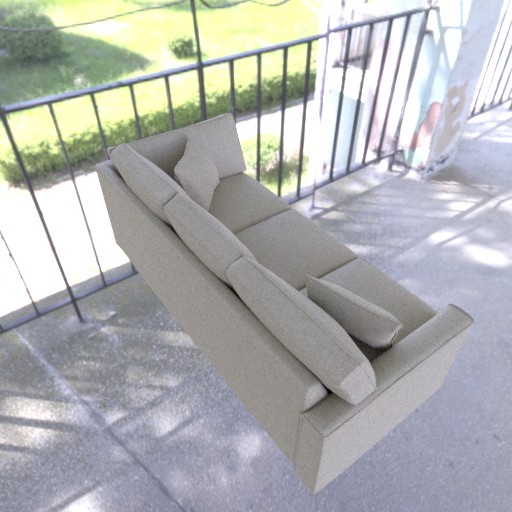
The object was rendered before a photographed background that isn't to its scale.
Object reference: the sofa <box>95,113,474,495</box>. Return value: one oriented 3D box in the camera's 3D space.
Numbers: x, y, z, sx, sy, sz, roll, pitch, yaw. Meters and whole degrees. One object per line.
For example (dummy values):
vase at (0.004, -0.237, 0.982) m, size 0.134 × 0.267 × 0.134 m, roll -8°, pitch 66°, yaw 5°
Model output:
sofa at (0.000, 0.000, 2.737) m, size 1.061 × 0.962 × 2.317 m, roll -26°, pitch 48°, yaw -27°
